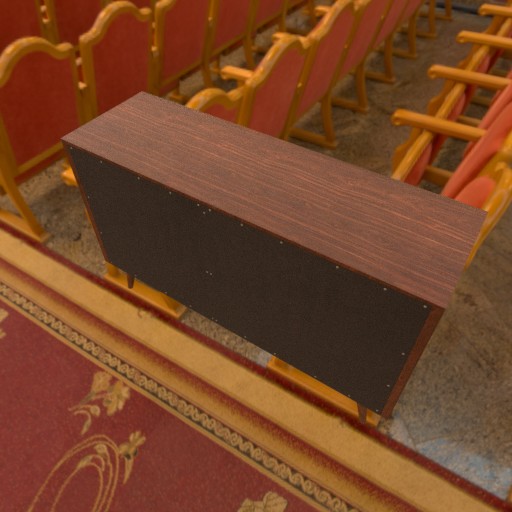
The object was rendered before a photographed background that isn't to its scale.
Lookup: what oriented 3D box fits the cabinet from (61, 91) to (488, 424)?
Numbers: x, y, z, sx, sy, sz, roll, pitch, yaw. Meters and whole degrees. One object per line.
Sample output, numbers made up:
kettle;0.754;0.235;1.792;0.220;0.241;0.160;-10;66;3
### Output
cabinet;0.000;0.000;2.002;1.575;0.940;0.505;25;52;22
